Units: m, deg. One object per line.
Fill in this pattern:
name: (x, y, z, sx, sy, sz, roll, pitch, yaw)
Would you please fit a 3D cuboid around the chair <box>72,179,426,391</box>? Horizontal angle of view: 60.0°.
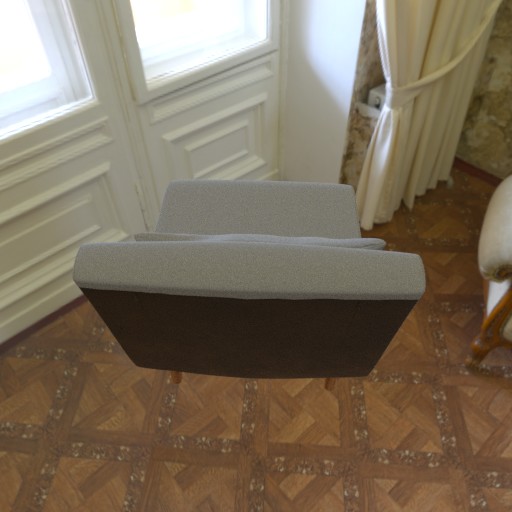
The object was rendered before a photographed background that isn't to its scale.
chair: (0.000, 0.000, 1.512, 0.770, 0.808, 0.902, 2, 47, 2)
